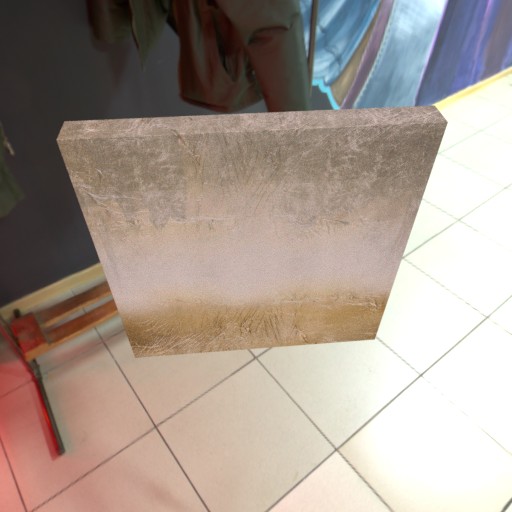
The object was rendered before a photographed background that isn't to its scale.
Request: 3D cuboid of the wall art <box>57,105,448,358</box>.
[{"bbox_3d":[0.000,0.000,0.615,0.405,0.407,0.038,-4,46,-4],"label":"wall art"}]
